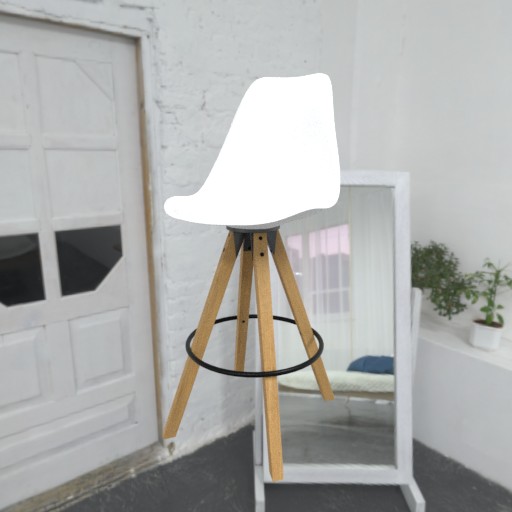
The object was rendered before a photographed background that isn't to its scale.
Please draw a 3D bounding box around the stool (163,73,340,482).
[{"bbox_3d":[0.000,0.000,1.383,0.482,1.115,0.549,7,16,27],"label":"stool"}]
